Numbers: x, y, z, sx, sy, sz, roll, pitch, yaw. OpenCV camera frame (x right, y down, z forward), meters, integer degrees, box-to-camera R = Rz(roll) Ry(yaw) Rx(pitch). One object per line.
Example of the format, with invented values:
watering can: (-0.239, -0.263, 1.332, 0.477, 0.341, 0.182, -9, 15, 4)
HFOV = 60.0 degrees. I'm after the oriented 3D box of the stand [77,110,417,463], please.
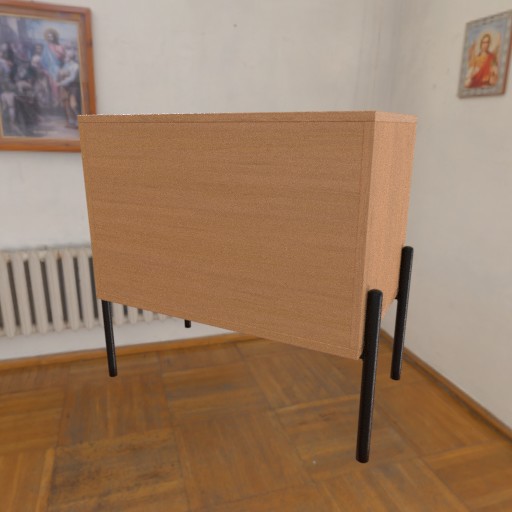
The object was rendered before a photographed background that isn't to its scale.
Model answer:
stand: (0.000, 0.000, 0.994, 0.630, 0.600, 0.400, 8, 18, 26)
